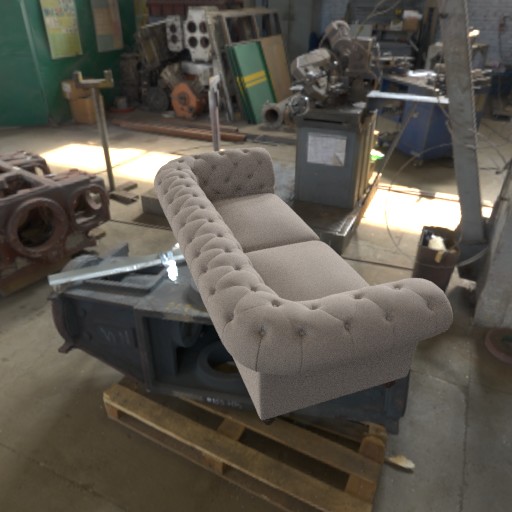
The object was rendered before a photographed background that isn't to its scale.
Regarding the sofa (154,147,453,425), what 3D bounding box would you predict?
[{"bbox_3d":[0.000,0.000,2.854,0.991,0.749,2.411,-11,32,-17],"label":"sofa"}]
